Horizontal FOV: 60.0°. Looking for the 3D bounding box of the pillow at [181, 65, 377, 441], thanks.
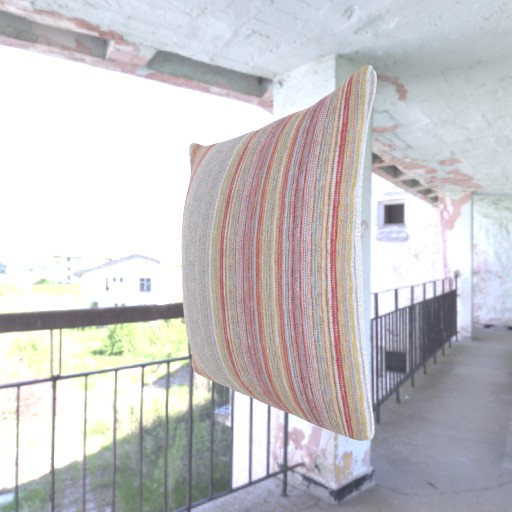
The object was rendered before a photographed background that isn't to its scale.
[{"bbox_3d":[0.000,0.000,0.689,0.191,0.449,0.451,1,-1,-36],"label":"pillow"}]
